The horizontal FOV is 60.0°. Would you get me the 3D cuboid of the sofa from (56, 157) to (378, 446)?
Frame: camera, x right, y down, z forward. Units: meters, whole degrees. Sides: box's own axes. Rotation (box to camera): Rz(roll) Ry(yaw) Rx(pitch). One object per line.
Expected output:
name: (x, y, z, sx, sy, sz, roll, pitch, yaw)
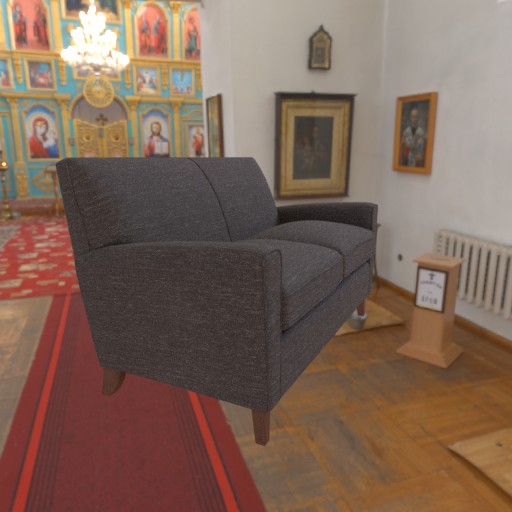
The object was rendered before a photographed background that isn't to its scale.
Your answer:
sofa: (0.000, 0.000, 2.084, 0.867, 0.905, 1.509, 6, 14, 26)
